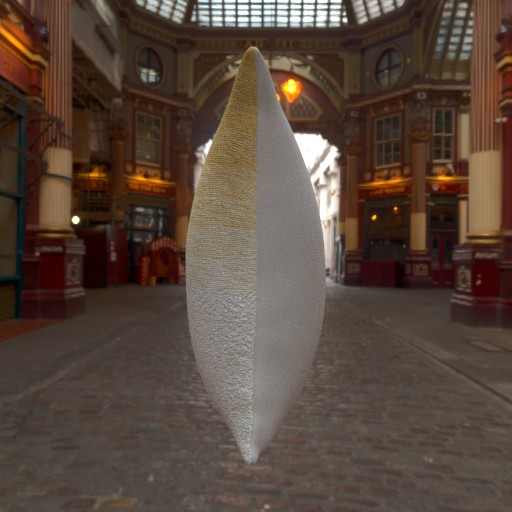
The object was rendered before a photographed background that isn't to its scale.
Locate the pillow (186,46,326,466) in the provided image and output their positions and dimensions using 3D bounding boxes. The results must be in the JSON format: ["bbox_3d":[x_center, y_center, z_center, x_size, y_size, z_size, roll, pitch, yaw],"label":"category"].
[{"bbox_3d":[0.000,0.000,0.687,0.211,0.450,0.450,0,0,0],"label":"pillow"}]
